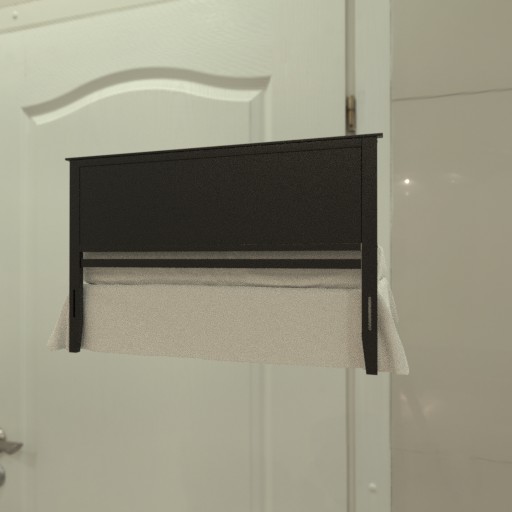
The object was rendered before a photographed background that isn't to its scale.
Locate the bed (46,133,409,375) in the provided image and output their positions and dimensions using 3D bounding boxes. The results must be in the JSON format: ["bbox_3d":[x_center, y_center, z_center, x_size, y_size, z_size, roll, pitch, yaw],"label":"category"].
[{"bbox_3d":[0.000,0.000,3.660,2.315,1.271,2.219,0,0,17],"label":"bed"}]
